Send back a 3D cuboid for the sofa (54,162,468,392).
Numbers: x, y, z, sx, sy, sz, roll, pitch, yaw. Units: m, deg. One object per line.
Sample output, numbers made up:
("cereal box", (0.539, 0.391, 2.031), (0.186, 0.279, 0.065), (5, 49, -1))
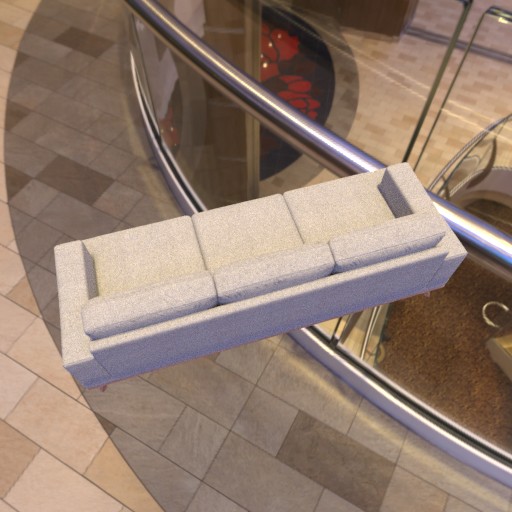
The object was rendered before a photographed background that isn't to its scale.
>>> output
("sofa", (0.000, 0.000, 2.755), (2.310, 0.810, 0.920), (-15, 59, -9))
